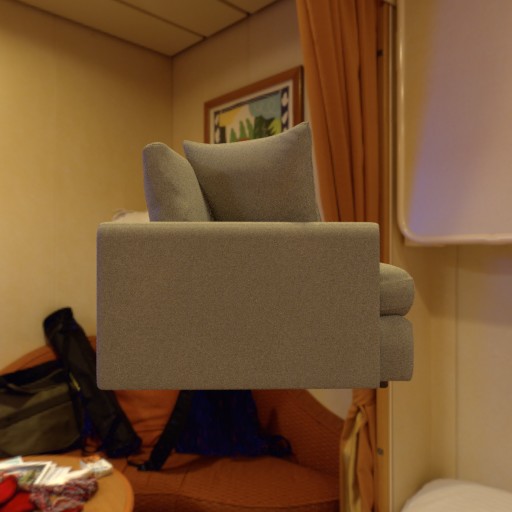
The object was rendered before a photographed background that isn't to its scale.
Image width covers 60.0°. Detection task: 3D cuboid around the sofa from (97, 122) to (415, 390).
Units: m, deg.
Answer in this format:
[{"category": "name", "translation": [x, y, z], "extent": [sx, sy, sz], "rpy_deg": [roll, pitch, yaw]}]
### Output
[{"category": "sofa", "translation": [0.000, 0.000, 2.549], "extent": [1.228, 1.080, 1.869], "rpy_deg": [0, 0, -1]}]
